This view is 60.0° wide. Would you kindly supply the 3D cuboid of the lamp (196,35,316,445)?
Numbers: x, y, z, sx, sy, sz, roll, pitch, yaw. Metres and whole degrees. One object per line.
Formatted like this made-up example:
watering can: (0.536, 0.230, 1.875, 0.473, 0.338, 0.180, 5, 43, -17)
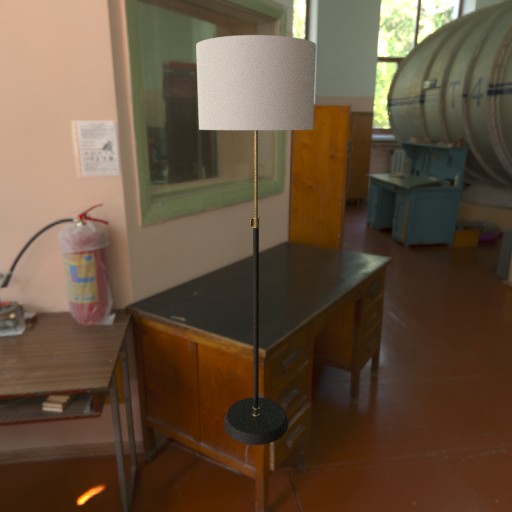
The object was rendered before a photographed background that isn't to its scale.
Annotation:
lamp: (0.000, 0.000, 1.718, 0.404, 1.517, 0.404, 8, 18, 24)
